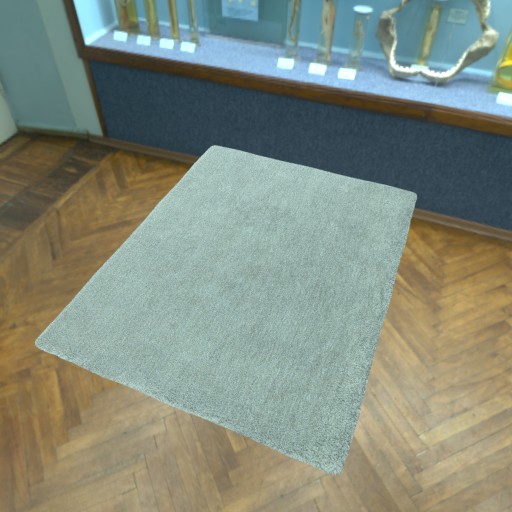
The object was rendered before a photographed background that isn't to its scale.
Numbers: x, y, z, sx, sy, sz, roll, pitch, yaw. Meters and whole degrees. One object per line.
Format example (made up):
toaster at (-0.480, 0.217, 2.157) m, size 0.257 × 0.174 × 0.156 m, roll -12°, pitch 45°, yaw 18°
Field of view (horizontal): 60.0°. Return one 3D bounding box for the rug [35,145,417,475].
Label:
rug at (0.000, 0.000, 3.835) m, size 2.332 × 0.027 × 2.933 m, roll 17°, pitch 48°, yaw 16°
